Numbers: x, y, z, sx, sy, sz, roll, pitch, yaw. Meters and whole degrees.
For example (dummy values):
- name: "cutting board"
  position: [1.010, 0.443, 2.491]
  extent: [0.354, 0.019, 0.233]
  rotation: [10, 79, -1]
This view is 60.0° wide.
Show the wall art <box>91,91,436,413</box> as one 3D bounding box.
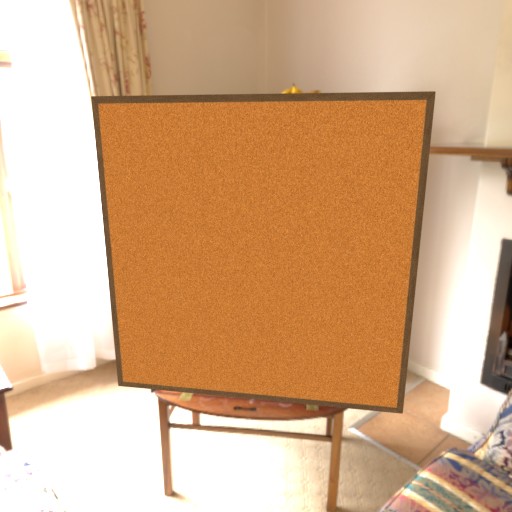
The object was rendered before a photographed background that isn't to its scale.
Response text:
- name: "wall art"
  position: [0.000, 0.000, 0.443]
  extent: [0.303, 0.302, 0.038]
  rotation: [3, 16, 9]
